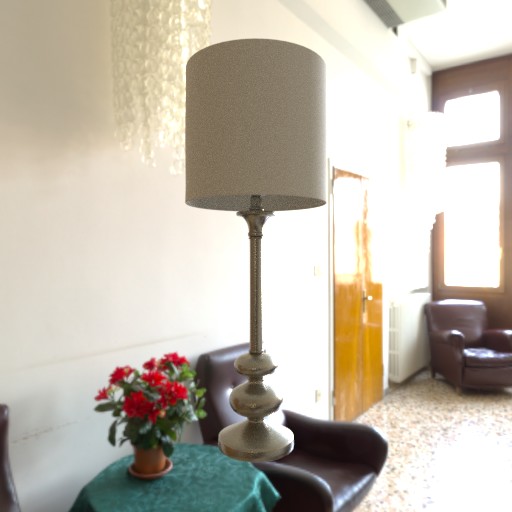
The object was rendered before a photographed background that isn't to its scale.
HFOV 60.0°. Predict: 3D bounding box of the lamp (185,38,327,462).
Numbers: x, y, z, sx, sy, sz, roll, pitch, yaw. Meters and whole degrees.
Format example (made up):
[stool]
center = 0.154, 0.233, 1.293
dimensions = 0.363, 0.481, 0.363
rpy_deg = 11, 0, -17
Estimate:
[lamp]
center = 0.000, 0.000, 0.804
dimensions = 0.254, 0.690, 0.254
rpy_deg = 0, 0, 1
